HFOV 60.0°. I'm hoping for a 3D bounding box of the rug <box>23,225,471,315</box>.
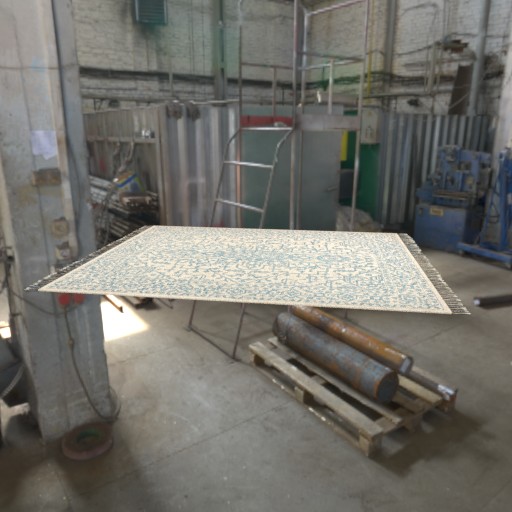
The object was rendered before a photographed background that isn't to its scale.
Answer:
[{"bbox_3d":[0.000,0.000,4.362,3.327,0.010,2.464,2,16,8],"label":"rug"}]
